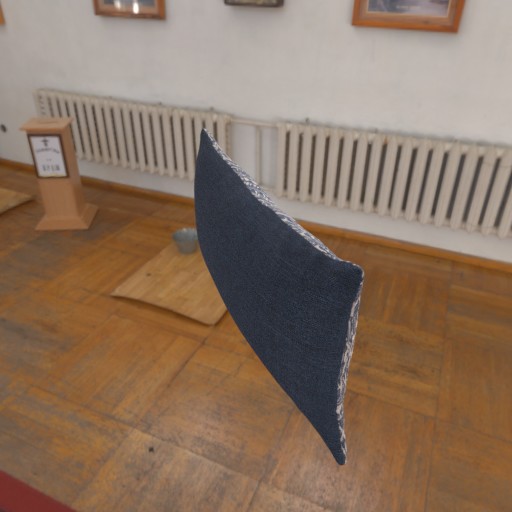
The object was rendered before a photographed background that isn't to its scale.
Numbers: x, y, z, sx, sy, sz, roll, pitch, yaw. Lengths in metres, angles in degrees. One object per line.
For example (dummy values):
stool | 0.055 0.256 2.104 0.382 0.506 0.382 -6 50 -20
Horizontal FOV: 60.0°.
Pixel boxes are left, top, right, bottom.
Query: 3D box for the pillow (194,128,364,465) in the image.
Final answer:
pillow | 0.000 0.000 0.757 0.148 0.292 0.631 -11 32 -18
